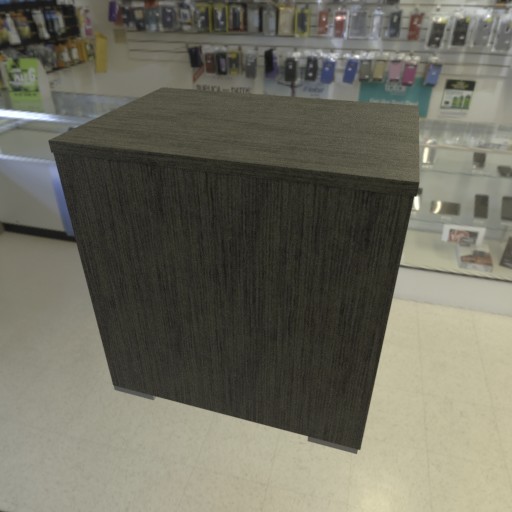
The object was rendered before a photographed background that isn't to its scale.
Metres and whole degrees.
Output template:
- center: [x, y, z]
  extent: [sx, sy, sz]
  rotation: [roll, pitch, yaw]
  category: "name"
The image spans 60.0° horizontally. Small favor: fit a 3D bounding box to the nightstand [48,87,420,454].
- center: [0.000, 0.000, 0.753]
  extent: [0.441, 0.460, 0.325]
  rotation: [9, 34, 14]
  category: "nightstand"
